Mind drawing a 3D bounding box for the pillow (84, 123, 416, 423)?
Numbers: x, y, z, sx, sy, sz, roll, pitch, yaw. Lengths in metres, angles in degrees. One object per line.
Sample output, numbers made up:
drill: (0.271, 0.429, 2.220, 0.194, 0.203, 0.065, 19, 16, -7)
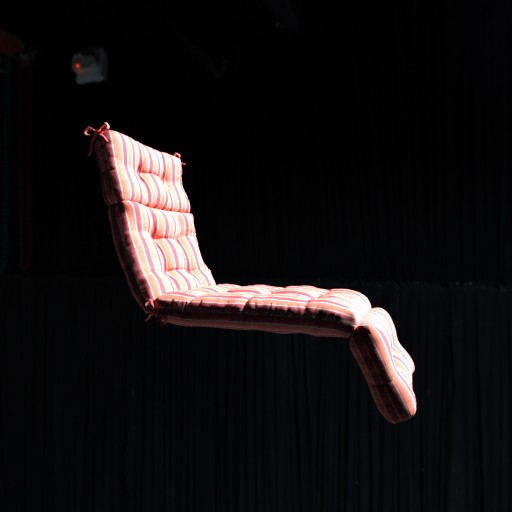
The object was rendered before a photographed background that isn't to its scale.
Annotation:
pillow: (0.000, 0.000, 1.504, 1.016, 0.863, 0.526, 0, 0, 19)
